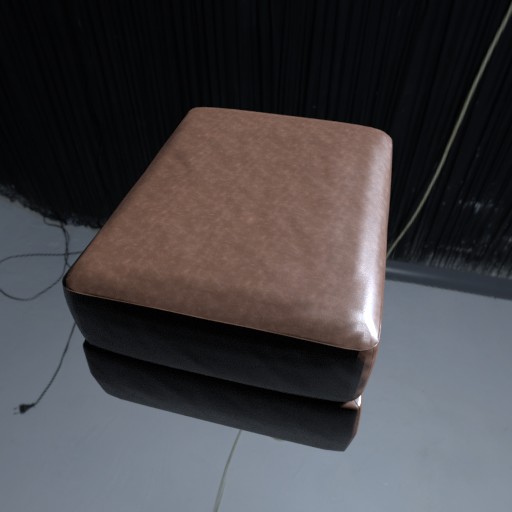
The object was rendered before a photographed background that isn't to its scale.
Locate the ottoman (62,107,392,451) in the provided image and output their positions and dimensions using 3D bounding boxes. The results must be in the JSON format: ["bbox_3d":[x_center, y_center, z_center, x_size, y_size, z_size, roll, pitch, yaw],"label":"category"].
[{"bbox_3d":[0.000,0.000,1.130,0.603,0.476,0.751,10,46,10],"label":"ottoman"}]
